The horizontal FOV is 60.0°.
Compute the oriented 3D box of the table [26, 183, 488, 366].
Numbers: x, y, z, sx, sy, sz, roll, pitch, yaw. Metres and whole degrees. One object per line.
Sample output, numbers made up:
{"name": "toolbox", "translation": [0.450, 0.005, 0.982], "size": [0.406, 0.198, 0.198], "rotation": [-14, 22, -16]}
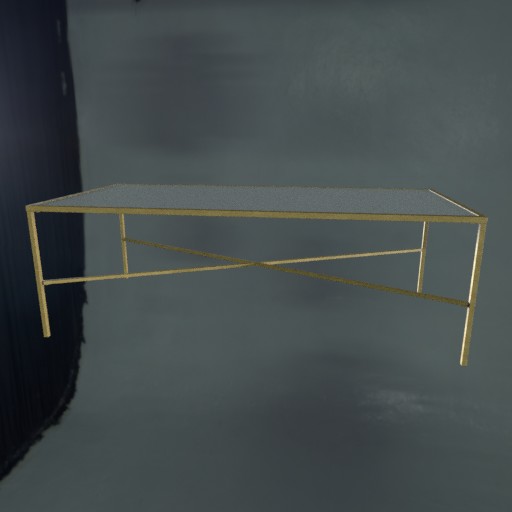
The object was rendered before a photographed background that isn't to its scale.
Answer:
{"name": "table", "translation": [0.000, 0.000, 1.473], "size": [1.206, 0.398, 0.580], "rotation": [2, 16, 8]}
